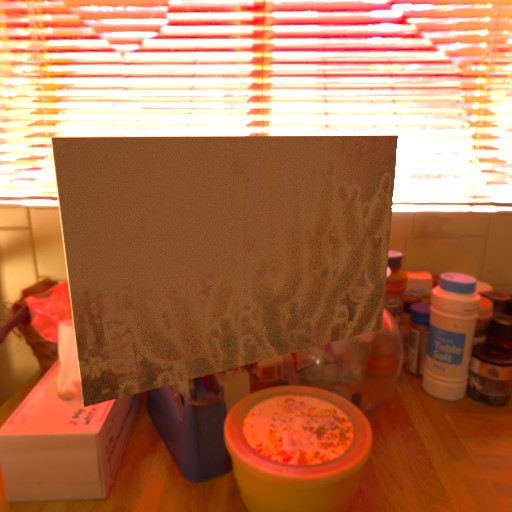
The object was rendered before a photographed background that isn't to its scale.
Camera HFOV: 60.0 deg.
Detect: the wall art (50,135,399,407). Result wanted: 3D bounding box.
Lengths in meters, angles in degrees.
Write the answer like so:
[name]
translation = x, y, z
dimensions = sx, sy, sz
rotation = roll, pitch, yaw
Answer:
[wall art]
translation = 0.000, 0.000, 1.936
dimensions = 1.525, 1.012, 0.038
rotation = -8, 18, -26
